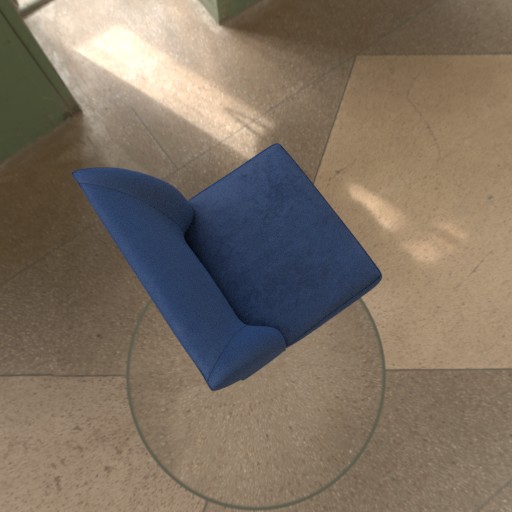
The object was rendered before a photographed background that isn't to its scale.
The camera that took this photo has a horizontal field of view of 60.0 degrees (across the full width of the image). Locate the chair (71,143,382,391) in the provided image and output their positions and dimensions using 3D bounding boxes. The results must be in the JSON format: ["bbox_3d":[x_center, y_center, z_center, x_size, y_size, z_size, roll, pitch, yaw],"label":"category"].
[{"bbox_3d":[0.000,0.000,1.206,0.522,0.863,0.508,-34,78,-8],"label":"chair"}]
